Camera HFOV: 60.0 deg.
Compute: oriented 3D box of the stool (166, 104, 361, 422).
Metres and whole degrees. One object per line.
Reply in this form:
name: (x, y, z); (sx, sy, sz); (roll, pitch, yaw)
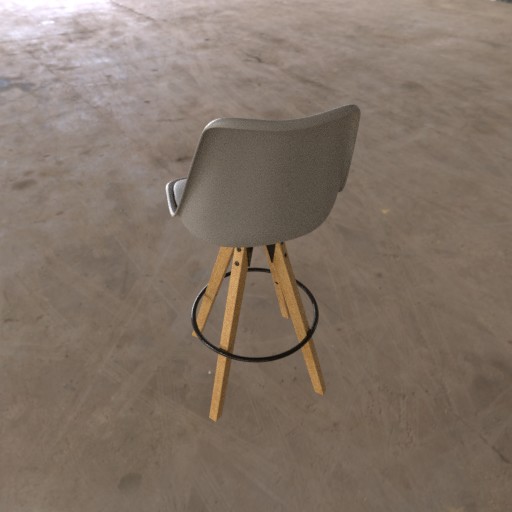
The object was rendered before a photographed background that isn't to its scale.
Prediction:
stool: (0.000, 0.000, 1.388); (0.485, 1.115, 0.550); (-10, 41, -12)
